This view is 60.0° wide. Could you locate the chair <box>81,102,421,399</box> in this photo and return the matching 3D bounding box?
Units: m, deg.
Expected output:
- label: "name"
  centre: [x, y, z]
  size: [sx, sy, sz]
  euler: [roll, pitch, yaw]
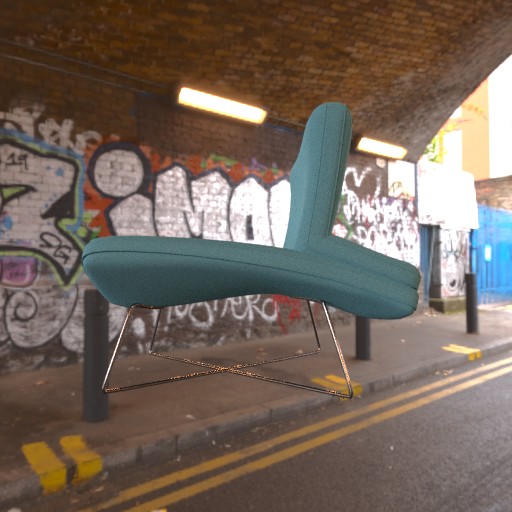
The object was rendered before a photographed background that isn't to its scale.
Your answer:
- label: "chair"
  centre: [0.000, 0.000, 1.646]
  size: [1.008, 0.855, 0.859]
  euler: [0, -1, 0]
